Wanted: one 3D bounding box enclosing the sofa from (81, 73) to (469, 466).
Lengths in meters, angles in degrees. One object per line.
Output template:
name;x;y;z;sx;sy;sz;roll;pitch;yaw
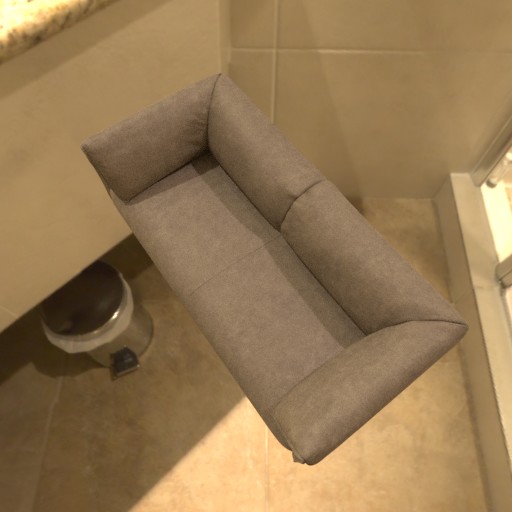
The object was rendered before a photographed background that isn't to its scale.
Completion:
sofa;0.000;0.000;2.330;0.905;0.747;1.878;-33;68;-15
